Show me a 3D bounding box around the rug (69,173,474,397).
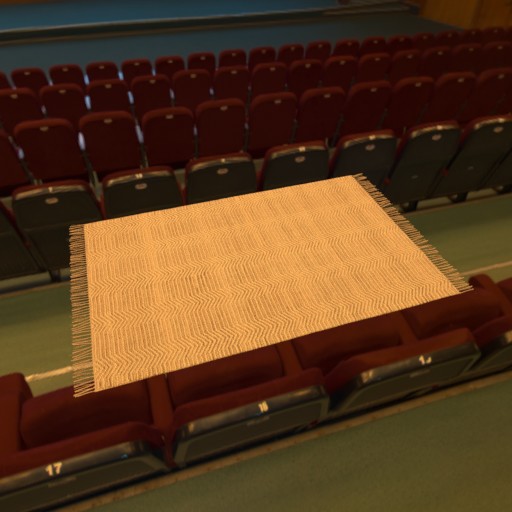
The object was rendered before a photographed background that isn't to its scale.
[{"bbox_3d":[0.000,0.000,2.513,2.021,0.027,1.224,-12,43,-14],"label":"rug"}]
